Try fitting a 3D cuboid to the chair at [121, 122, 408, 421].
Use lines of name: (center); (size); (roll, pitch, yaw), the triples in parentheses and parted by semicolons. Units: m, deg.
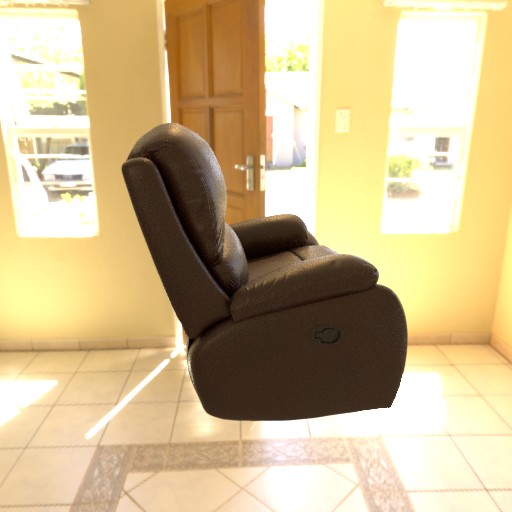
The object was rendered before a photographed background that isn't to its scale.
chair: (0.000, 0.000, 1.758); (0.899, 1.011, 0.930); (-3, 17, -11)
